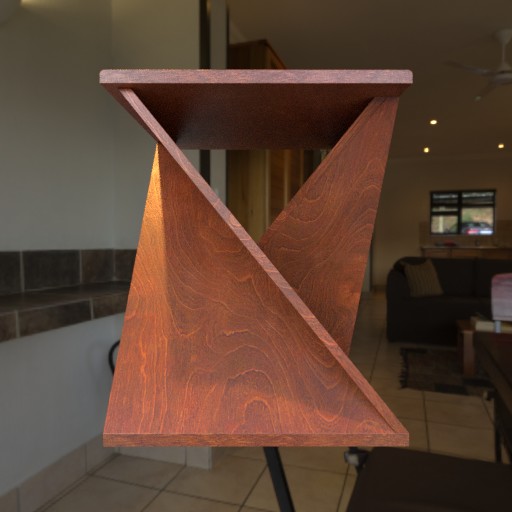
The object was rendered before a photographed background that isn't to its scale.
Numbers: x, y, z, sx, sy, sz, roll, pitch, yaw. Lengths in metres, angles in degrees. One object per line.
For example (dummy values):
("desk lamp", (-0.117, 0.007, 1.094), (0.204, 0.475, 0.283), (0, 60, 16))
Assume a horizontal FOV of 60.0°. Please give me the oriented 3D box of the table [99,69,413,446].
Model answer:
("table", (0.000, 0.000, 0.825), (0.427, 0.520, 0.427), (0, 2, 0))
